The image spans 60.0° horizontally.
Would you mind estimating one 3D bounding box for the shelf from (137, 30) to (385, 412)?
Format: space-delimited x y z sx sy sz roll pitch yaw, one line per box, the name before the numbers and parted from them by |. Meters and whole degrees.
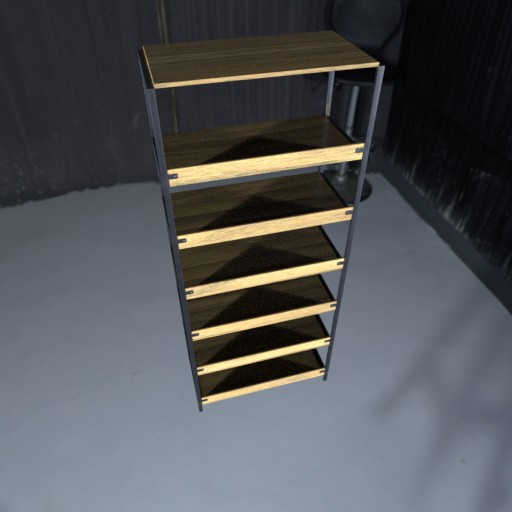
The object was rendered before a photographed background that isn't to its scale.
shelf | 0.000 0.000 2.324 0.847 2.015 0.431 -10 42 -12
